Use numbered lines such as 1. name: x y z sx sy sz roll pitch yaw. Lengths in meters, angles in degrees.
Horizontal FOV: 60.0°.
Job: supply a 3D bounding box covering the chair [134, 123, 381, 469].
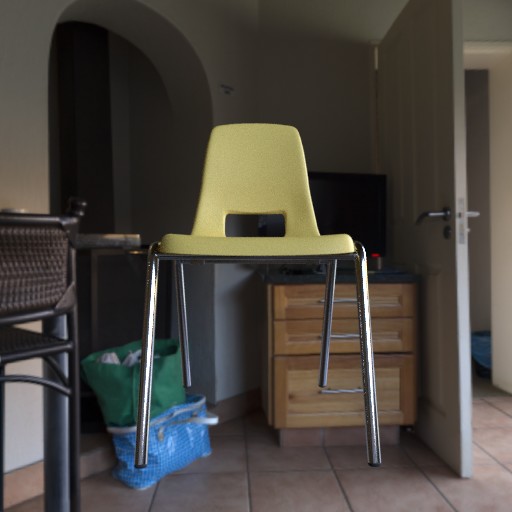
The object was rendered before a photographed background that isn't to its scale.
1. chair: 0.000 0.000 0.891 0.381 0.653 0.436 0 0 -1
